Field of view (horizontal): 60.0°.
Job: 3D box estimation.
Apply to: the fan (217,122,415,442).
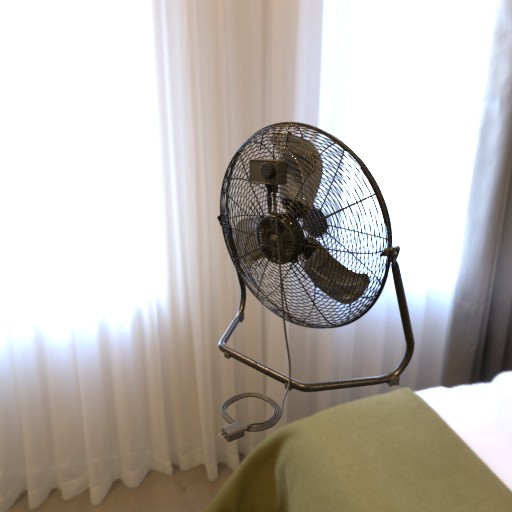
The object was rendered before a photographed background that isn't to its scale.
[{"bbox_3d":[0.000,0.000,1.034,0.470,0.605,0.595,-14,21,-43],"label":"fan"}]
